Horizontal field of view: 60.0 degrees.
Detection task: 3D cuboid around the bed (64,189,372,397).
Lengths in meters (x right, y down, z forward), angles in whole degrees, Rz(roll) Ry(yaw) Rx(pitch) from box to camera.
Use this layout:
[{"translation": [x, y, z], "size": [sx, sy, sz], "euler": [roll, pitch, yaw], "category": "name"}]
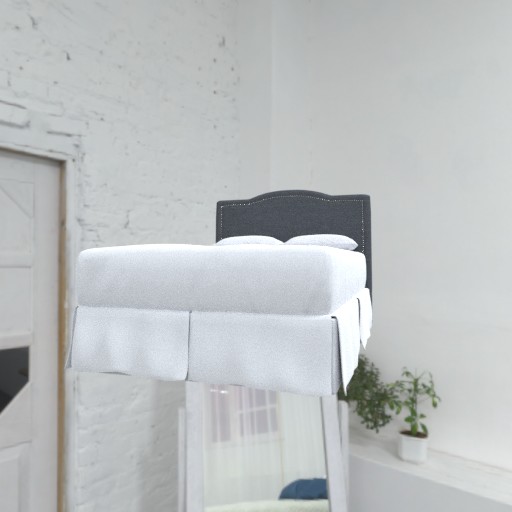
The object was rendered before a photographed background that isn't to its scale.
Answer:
[{"translation": [0.000, 0.000, 3.620], "size": [1.747, 1.441, 2.507], "euler": [0, -1, 18], "category": "bed"}]
